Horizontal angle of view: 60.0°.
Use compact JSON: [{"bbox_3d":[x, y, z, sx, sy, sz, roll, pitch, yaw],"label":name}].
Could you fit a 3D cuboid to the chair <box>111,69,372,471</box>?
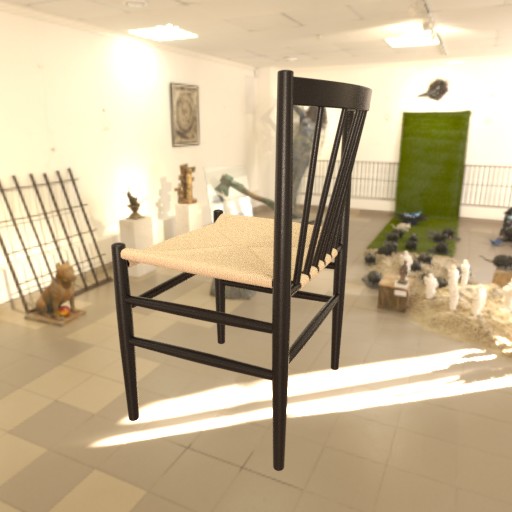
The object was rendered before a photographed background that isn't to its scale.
[{"bbox_3d":[0.000,0.000,1.129,0.516,0.818,0.495,8,18,24],"label":"chair"}]
